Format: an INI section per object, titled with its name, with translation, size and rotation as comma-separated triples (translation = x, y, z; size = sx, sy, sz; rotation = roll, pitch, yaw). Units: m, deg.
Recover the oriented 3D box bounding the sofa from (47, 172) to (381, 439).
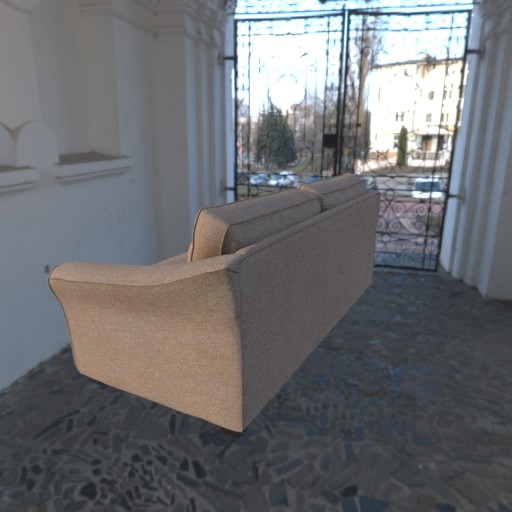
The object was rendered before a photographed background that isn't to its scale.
[sofa]
translation = 0.000, 0.000, 2.719
size = 0.986, 0.906, 2.270
rotation = 8, 17, 27
